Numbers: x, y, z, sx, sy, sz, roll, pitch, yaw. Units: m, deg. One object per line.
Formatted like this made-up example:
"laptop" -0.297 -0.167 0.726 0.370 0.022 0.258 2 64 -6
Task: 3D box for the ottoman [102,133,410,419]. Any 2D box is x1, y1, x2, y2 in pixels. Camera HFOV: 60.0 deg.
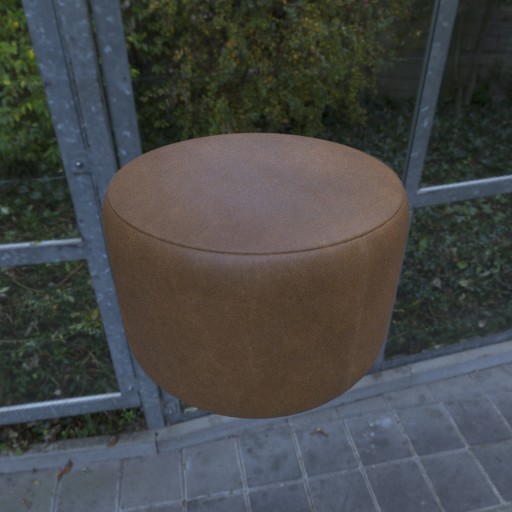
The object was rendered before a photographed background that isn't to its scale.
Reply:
"ottoman" 0.000 0.000 0.983 0.607 0.438 0.607 0 32 0
